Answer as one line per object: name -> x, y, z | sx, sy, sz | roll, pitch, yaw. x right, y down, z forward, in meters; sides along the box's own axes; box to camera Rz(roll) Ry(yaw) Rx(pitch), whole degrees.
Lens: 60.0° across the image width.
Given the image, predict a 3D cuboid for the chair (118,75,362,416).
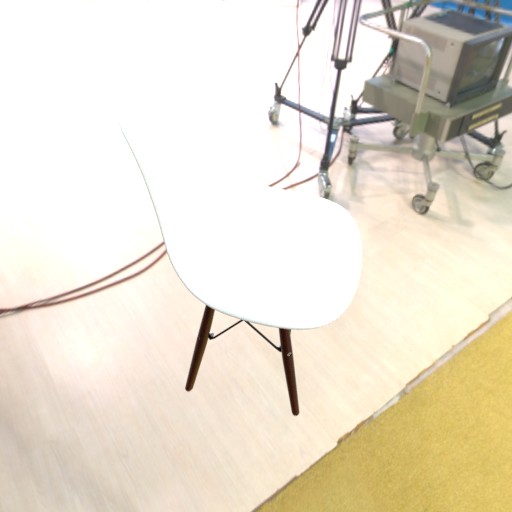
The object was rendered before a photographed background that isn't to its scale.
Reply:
chair -> 0.000, 0.000, 1.150 | 0.533, 0.826, 0.470 | 11, 46, 11
